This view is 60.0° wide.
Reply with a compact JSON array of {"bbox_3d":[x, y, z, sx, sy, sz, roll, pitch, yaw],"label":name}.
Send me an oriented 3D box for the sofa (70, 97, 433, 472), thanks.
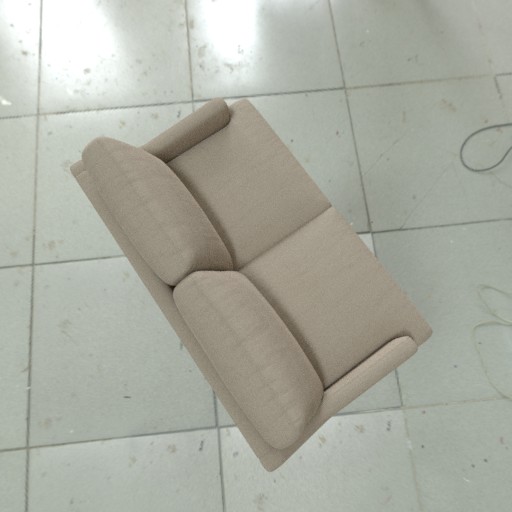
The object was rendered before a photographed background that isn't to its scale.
[{"bbox_3d":[0.000,0.000,2.182,1.004,0.910,1.619,-34,78,-9],"label":"sofa"}]
